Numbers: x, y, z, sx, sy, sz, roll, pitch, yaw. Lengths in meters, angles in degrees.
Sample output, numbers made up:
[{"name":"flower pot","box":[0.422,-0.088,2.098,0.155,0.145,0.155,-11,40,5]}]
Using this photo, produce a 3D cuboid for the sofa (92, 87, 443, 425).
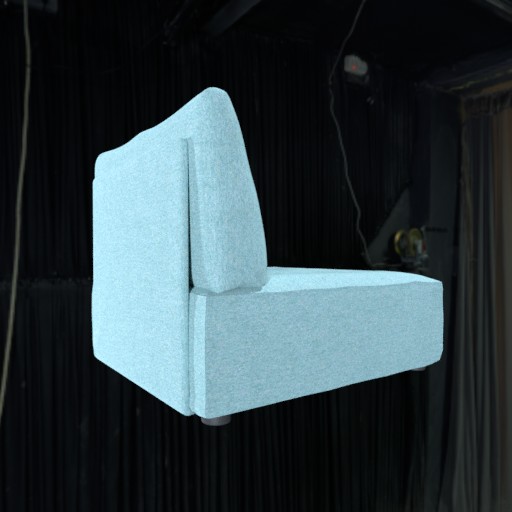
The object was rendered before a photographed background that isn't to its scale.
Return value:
[{"name":"sofa","box":[0.000,0.000,1.684,1.000,0.820,0.930,0,0,-36]}]
